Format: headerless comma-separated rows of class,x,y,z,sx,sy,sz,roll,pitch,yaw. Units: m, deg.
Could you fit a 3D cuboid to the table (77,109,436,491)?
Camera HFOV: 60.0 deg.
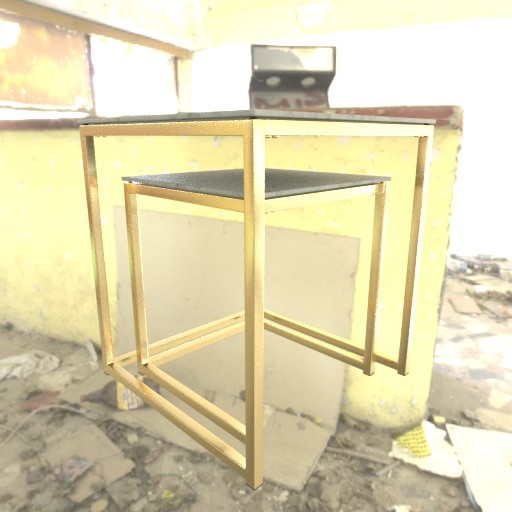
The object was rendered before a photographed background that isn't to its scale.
table,0.000,0.000,0.849,0.450,0.500,0.450,-14,21,-43
